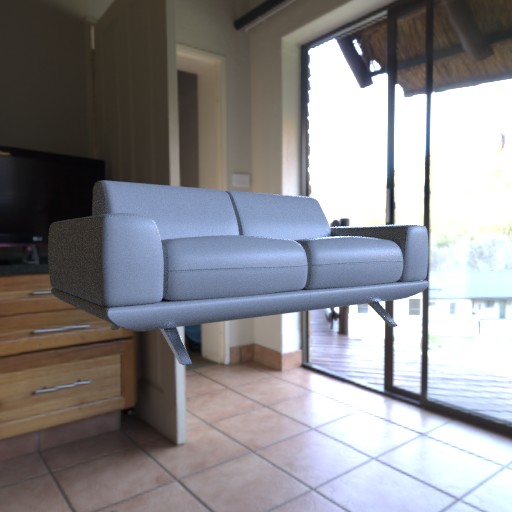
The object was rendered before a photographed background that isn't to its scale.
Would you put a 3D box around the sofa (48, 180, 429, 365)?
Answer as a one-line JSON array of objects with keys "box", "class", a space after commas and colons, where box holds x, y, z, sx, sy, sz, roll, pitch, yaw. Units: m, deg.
[{"box": [0.000, 0.000, 2.378, 1.901, 0.772, 0.900, -1, 2, -36], "class": "sofa"}]
